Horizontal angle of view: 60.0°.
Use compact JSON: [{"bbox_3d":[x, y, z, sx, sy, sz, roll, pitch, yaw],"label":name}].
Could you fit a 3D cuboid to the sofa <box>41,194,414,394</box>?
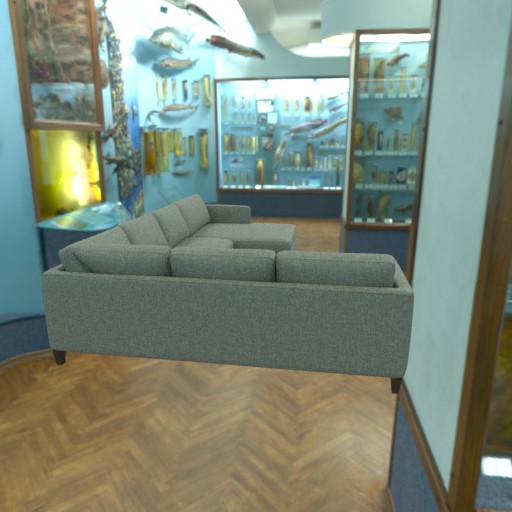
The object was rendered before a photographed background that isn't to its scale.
[{"bbox_3d":[0.000,0.000,4.553,2.551,0.889,3.403,2,15,9],"label":"sofa"}]
